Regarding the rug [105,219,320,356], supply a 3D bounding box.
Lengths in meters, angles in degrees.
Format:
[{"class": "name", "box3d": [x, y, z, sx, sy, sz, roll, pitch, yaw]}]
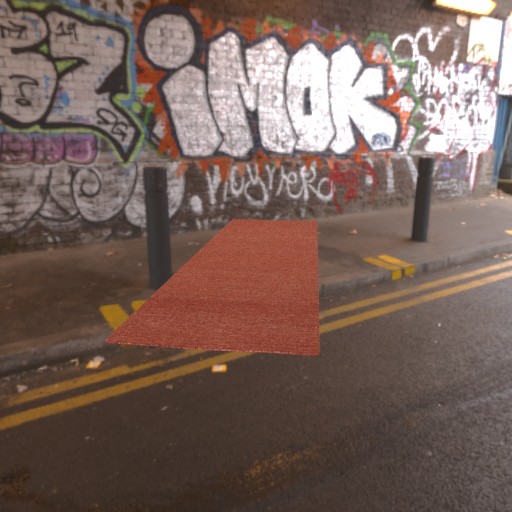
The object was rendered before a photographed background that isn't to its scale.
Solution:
[{"class": "rug", "box3d": [0.000, 0.000, 2.483, 0.687, 0.012, 2.307, 2, 15, 7]}]
